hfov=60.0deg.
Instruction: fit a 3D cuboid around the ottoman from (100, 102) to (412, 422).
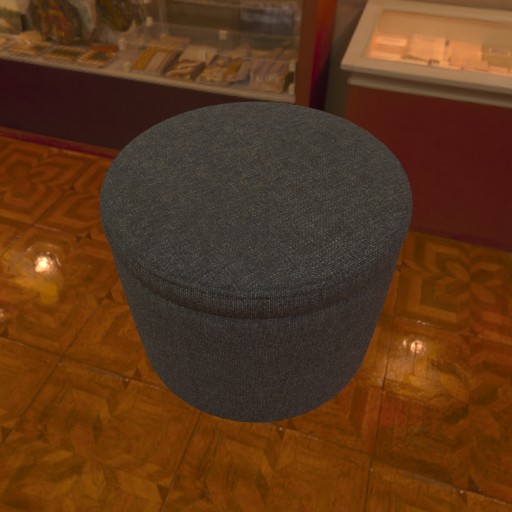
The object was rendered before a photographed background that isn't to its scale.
[{"bbox_3d":[0.000,0.000,0.883,0.520,0.430,0.520,0,47,0],"label":"ottoman"}]
